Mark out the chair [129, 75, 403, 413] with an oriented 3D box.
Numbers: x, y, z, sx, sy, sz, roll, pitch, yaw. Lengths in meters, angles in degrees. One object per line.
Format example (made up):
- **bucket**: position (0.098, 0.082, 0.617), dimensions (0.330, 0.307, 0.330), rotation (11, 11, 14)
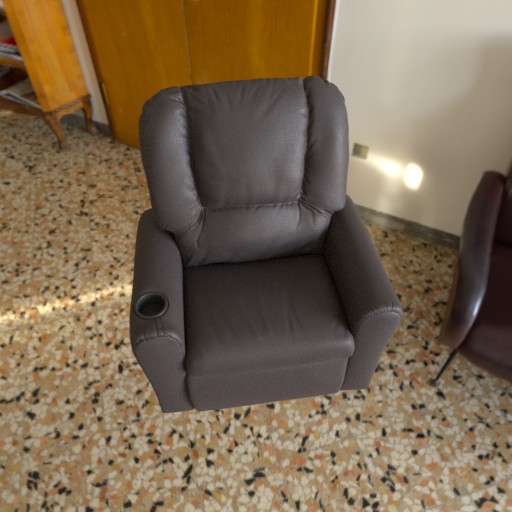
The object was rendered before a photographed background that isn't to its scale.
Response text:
- **chair**: position (0.000, 0.000, 1.115), dimensions (0.610, 0.709, 0.521), rotation (-6, 47, -5)
